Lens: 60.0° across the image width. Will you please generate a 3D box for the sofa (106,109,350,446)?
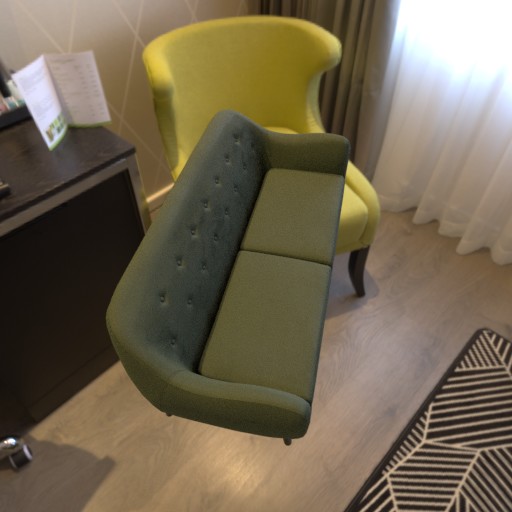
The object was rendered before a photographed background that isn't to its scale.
[{"bbox_3d":[0.000,0.000,2.342,0.820,0.836,1.840,10,48,9],"label":"sofa"}]
